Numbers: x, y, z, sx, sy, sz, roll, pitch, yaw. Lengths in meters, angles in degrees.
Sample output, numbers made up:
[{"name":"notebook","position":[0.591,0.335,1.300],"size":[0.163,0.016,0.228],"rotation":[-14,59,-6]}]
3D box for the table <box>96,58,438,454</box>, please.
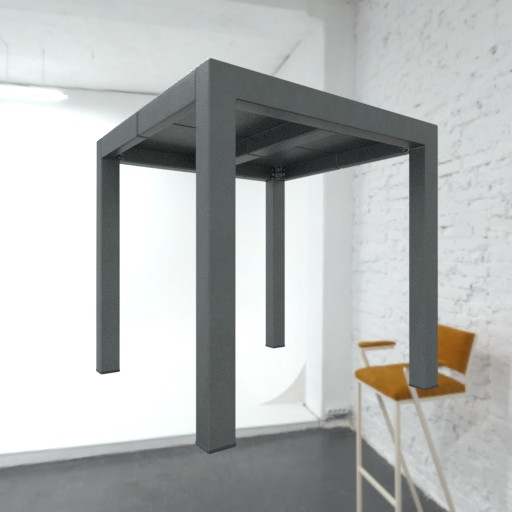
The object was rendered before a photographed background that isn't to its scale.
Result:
[{"name":"table","position":[0.000,0.000,0.918],"size":[0.508,0.508,0.508],"rotation":[0,0,-35]}]
